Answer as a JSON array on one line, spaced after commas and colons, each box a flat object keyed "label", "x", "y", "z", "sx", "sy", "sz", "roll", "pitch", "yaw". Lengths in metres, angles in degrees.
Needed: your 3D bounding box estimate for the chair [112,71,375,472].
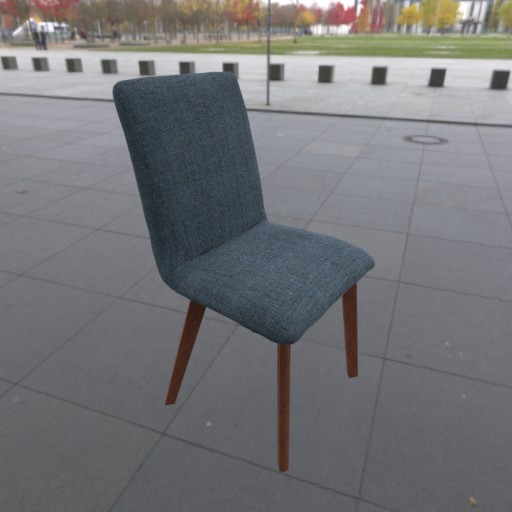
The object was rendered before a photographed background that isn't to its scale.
[{"label": "chair", "x": 0.000, "y": 0.000, "z": 1.304, "sx": 0.563, "sy": 0.974, "sz": 0.522, "roll": 18, "pitch": 32, "yaw": 31}]
